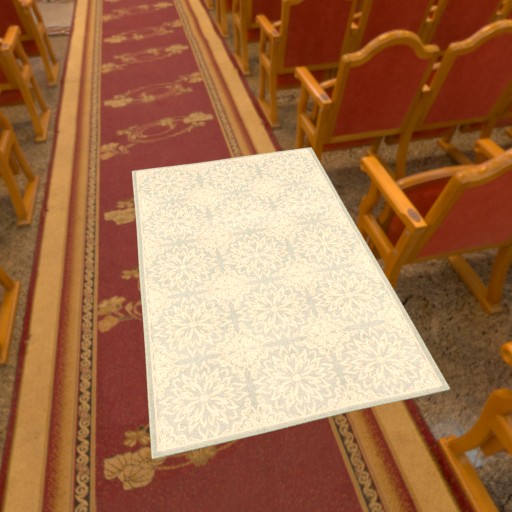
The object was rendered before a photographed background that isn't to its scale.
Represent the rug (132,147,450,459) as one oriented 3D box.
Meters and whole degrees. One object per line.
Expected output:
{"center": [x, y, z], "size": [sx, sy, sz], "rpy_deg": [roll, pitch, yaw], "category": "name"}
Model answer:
{"center": [0.000, 0.000, 2.347], "size": [1.219, 0.012, 1.840], "rpy_deg": [-10, 47, -9], "category": "rug"}
